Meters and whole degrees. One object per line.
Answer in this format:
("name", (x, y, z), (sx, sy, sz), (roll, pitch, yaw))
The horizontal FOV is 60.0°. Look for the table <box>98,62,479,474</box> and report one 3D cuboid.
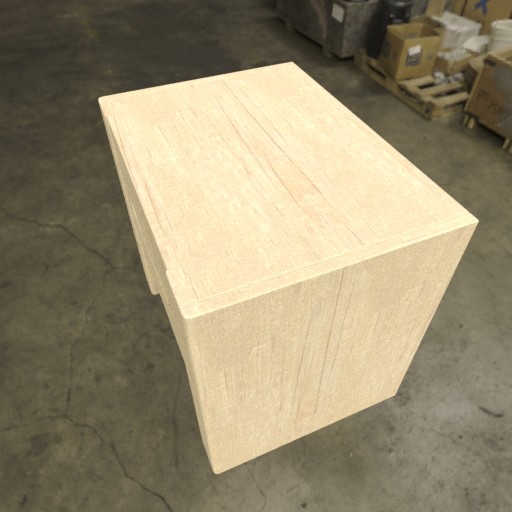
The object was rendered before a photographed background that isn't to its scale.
("table", (0.000, 0.000, 0.912), (0.420, 0.510, 0.570), (-17, 48, -16))
